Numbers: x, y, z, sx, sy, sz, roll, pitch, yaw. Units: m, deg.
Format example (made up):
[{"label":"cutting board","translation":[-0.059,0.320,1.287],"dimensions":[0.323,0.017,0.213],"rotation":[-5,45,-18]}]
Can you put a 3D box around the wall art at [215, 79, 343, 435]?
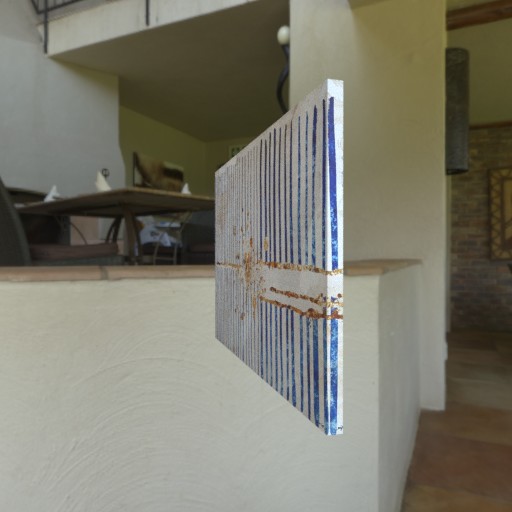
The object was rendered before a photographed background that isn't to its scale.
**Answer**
[{"label":"wall art","translation":[0.000,0.000,1.490],"dimensions":[0.038,0.757,1.143],"rotation":[0,0,-17]}]
